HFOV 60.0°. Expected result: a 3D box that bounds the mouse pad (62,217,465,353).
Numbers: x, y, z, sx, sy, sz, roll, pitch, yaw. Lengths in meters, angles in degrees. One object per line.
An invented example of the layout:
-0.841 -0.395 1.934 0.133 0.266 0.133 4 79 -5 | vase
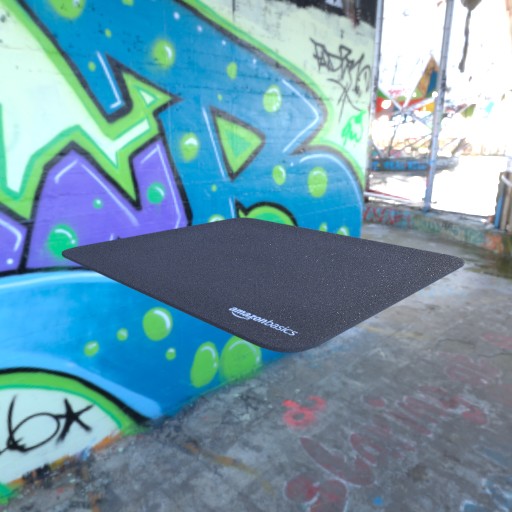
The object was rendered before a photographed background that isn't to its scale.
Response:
0.000 0.000 0.344 0.249 0.002 0.211 15 22 42 | mouse pad
